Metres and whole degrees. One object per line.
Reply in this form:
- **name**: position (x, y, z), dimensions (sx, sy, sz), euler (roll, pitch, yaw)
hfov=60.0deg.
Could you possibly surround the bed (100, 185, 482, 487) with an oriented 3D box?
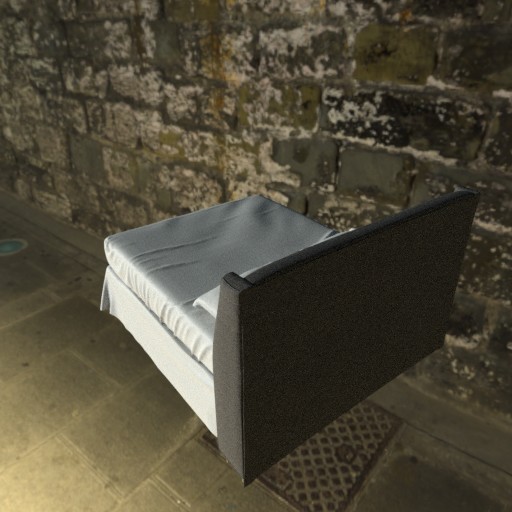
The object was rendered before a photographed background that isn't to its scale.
- **bed**: position (0.000, 0.000, 3.393), dimensions (1.925, 1.332, 2.276), euler (-20, 35, -32)
